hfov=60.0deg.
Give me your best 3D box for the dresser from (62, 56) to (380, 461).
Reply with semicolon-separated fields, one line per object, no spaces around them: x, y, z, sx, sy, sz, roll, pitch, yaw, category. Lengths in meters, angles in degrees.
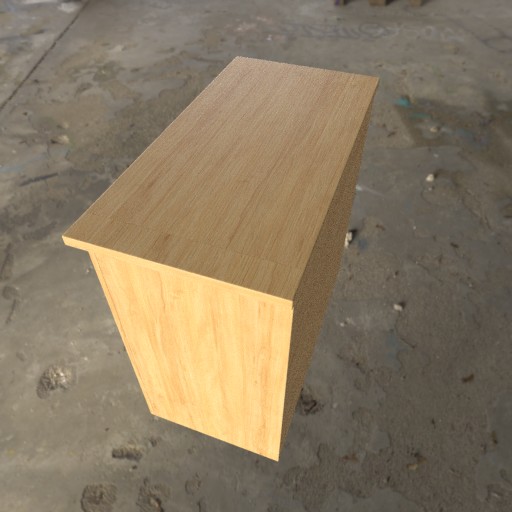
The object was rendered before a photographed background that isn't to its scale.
0.000;0.000;1.226;0.410;0.730;0.800;15;48;14;dresser
